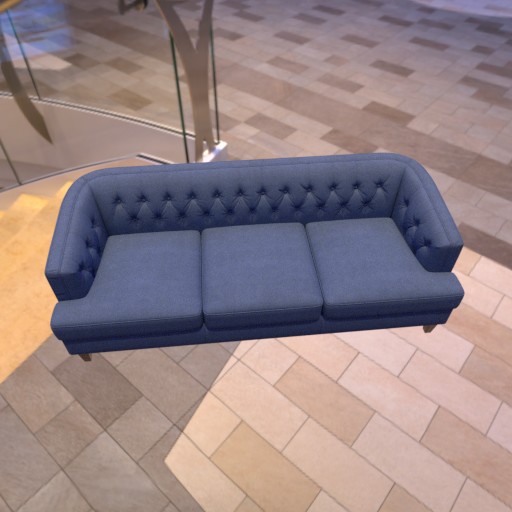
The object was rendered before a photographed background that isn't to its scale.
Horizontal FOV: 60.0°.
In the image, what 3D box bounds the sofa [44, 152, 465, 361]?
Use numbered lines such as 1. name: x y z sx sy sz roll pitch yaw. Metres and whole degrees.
1. sofa: 0.000 0.000 2.693 2.235 0.787 0.914 -4 46 -4
